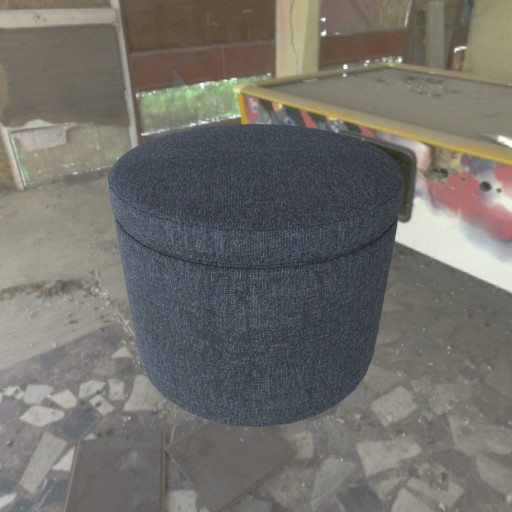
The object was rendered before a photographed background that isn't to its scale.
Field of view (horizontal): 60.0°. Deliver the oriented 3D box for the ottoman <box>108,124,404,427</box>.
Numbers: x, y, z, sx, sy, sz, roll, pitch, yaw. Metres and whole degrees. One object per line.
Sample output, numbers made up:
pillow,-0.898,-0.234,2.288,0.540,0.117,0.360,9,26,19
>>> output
ottoman,0.000,0.000,0.866,0.500,0.419,0.500,0,31,0
